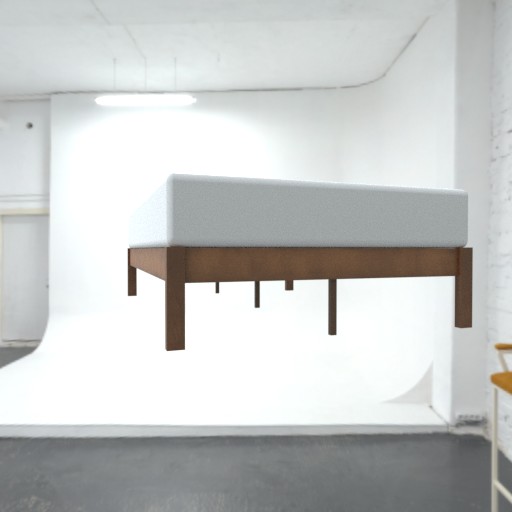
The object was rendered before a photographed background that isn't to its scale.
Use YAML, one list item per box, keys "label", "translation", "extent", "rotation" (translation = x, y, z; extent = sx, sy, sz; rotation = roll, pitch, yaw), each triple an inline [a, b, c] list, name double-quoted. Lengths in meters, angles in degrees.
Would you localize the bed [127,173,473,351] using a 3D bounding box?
- label: "bed"
  translation: [0.000, 0.000, 2.644]
  extent: [1.348, 0.616, 1.927]
  rotation: [0, 1, -20]
